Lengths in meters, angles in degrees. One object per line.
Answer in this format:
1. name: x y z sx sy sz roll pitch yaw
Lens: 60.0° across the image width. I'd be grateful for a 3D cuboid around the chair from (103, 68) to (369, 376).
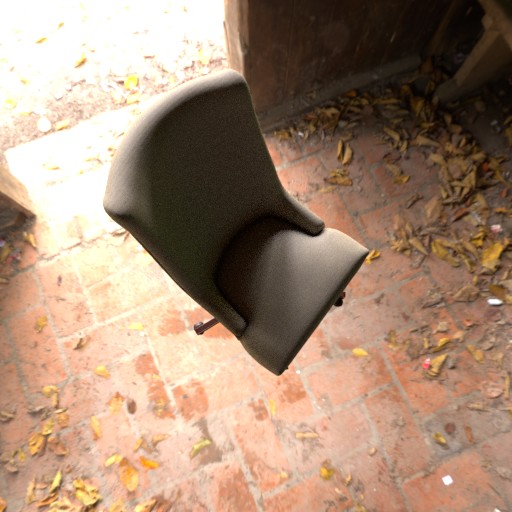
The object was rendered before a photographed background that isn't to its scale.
1. chair: 0.000 0.000 1.444 0.696 1.010 0.645 37 79 9
